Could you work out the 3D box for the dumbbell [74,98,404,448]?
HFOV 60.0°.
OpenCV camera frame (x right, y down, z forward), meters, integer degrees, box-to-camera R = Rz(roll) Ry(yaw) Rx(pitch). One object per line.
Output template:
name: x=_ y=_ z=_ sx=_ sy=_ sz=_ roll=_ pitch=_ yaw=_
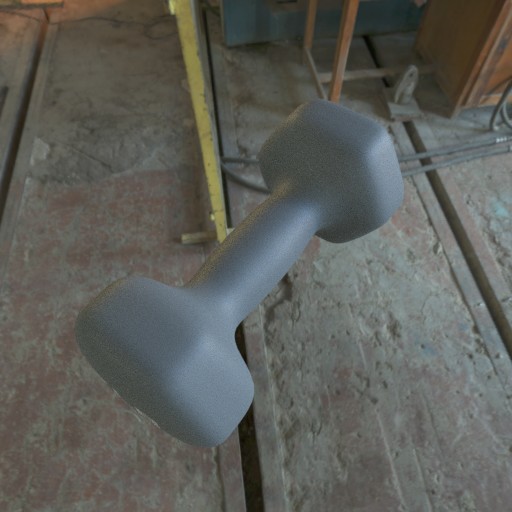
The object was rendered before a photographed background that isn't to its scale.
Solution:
dumbbell: x=0.000 y=0.000 z=0.229 sx=0.090 sy=0.081 sz=0.184 roll=33 pitch=63 yaw=19
